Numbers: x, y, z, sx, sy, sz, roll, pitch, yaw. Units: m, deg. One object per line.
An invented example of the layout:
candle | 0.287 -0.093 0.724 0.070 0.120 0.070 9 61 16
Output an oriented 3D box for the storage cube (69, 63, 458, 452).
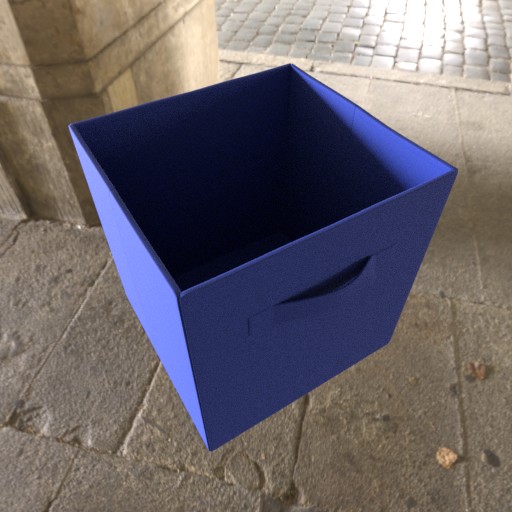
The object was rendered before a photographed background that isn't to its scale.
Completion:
storage cube | 0.000 0.000 0.501 0.270 0.280 0.270 -24 51 -21
